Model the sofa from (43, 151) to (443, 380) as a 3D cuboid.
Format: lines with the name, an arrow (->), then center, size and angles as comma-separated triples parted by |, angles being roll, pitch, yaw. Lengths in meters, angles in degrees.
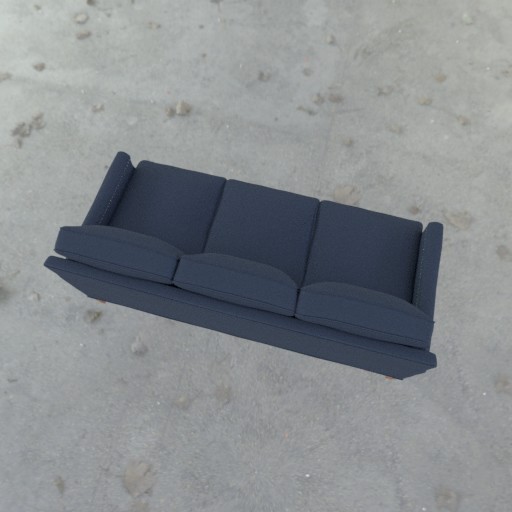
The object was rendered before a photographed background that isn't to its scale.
sofa -> 0.000, 0.000, 2.865 | 2.246, 1.003, 1.084 | 14, 65, 7
